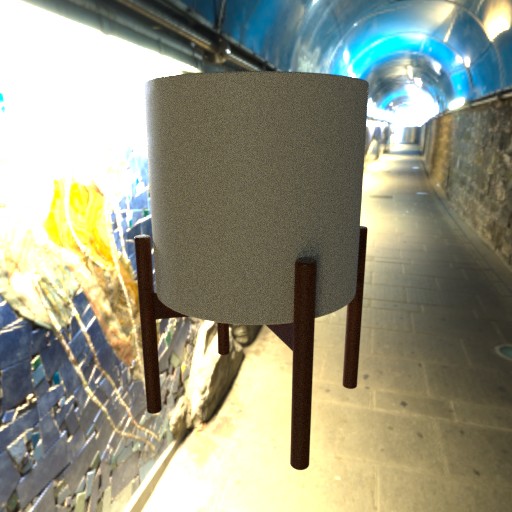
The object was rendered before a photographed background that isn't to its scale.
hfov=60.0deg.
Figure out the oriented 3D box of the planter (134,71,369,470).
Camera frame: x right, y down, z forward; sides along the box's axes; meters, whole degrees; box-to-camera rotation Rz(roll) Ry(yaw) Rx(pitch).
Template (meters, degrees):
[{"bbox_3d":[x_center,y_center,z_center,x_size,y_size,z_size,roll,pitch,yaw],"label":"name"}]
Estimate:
[{"bbox_3d":[0.000,0.000,0.931,0.417,0.670,0.417,8,17,27],"label":"planter"}]
